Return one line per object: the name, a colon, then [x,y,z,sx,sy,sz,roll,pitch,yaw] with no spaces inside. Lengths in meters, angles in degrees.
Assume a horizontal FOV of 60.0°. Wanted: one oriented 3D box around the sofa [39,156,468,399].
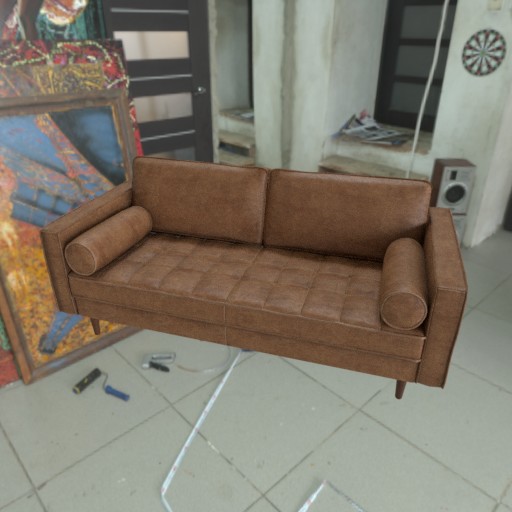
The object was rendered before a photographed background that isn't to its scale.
sofa: [0.000,0.000,2.319,1.920,0.825,0.924,8,28,15]
